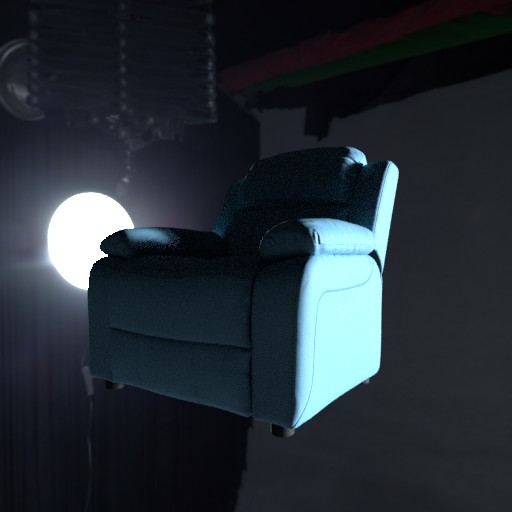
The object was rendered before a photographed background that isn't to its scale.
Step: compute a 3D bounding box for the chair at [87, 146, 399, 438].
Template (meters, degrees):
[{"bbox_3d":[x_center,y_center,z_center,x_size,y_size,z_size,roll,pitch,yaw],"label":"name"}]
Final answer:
[{"bbox_3d":[0.000,0.000,1.250,0.680,0.702,0.709,0,0,35],"label":"chair"}]
